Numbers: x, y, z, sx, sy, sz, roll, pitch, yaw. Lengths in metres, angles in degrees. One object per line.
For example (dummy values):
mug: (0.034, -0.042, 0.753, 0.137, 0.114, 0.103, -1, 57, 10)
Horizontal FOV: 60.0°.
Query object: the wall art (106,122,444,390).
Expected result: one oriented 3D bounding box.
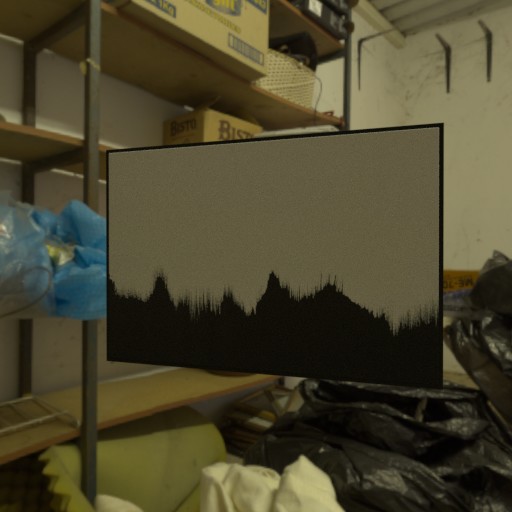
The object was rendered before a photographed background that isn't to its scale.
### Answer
wall art: (0.000, 0.000, 1.522, 1.190, 0.805, 0.028, 0, 0, 17)
